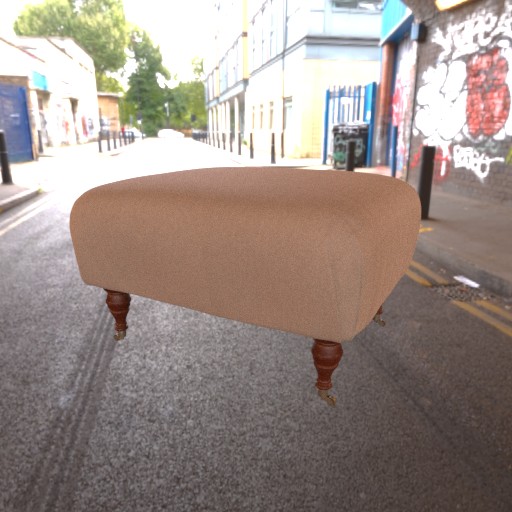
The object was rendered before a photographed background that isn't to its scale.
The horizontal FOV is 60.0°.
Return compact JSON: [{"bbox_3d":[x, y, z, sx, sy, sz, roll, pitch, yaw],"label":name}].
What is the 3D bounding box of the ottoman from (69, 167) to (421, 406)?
[{"bbox_3d":[0.000,0.000,1.173,0.746,0.450,0.639,9,18,28],"label":"ottoman"}]
